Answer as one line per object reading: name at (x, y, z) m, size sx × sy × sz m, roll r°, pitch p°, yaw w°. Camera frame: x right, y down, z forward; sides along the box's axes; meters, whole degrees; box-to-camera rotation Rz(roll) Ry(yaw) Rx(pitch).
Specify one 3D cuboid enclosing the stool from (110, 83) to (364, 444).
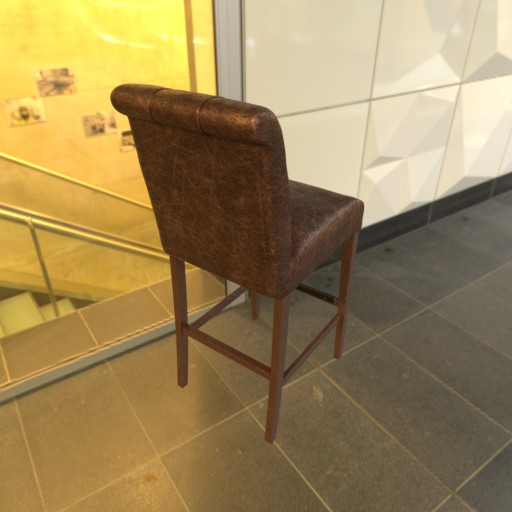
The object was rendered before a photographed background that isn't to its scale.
stool at (0.000, 0.000, 1.518) m, size 0.483 × 1.168 × 0.659 m, roll 21°, pitch 38°, yaw 30°
